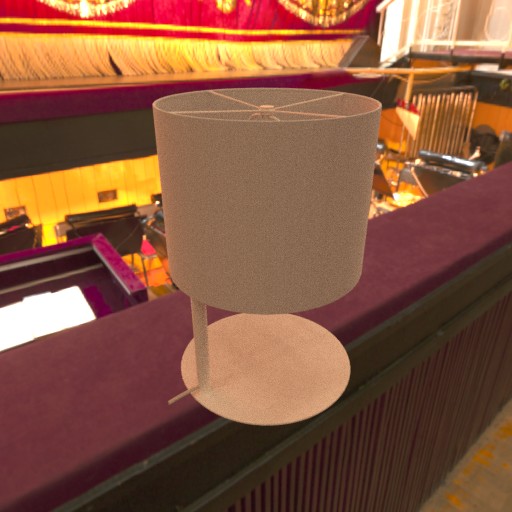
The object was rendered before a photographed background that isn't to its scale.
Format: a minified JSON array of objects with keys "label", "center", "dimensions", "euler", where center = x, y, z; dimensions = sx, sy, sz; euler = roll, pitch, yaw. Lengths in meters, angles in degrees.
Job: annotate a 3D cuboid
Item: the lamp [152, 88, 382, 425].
[{"label":"lamp","center":[0.000,0.000,0.685],"dimensions":[0.341,0.454,0.299],"euler":[-19,32,-32]}]
